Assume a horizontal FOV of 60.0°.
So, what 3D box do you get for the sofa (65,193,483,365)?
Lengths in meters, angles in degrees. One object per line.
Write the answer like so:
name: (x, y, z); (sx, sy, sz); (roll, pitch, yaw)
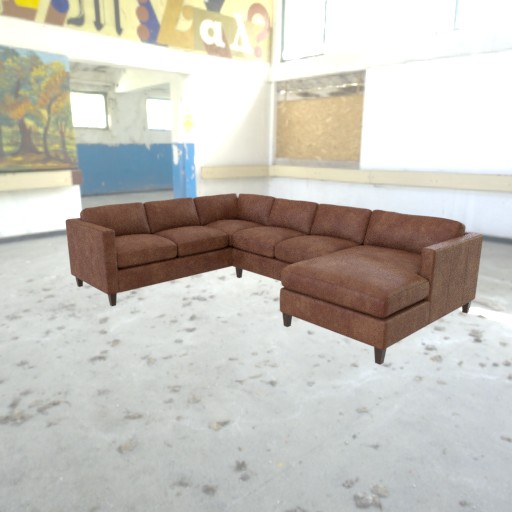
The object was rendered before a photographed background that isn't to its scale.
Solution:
sofa: (0.000, 0.000, 4.384); (2.452, 0.888, 3.324); (-13, 19, -41)
